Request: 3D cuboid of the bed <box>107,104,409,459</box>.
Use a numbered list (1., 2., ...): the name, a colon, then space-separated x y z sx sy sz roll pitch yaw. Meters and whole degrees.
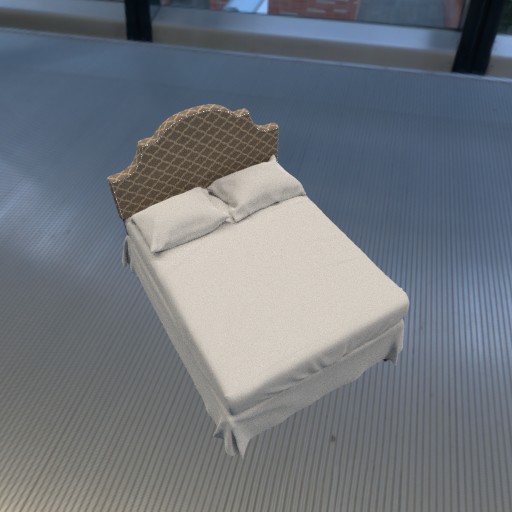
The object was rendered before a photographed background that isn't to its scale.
1. bed: 0.000 0.000 3.538 1.780 1.633 2.222 -24 53 -20
